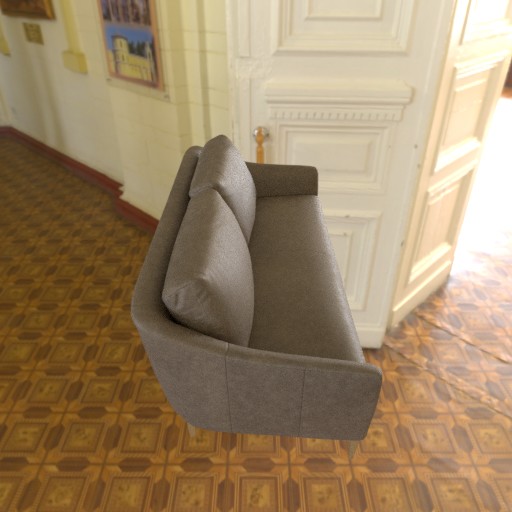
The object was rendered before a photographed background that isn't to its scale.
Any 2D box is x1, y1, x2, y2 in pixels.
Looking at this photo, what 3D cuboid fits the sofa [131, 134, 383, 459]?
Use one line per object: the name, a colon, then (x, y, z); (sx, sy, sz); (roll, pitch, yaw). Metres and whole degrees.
sofa: (0.000, 0.000, 2.534); (0.960, 0.902, 2.036); (0, 33, 0)
